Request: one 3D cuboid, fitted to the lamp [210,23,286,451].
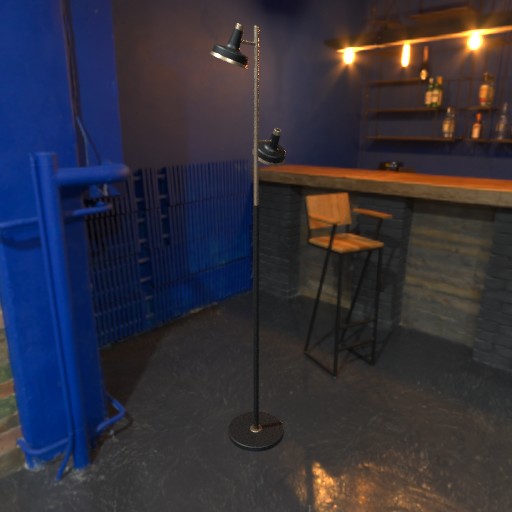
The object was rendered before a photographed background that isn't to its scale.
[{"bbox_3d":[0.000,0.000,1.785,0.351,1.674,0.253,-16,22,-43],"label":"lamp"}]
